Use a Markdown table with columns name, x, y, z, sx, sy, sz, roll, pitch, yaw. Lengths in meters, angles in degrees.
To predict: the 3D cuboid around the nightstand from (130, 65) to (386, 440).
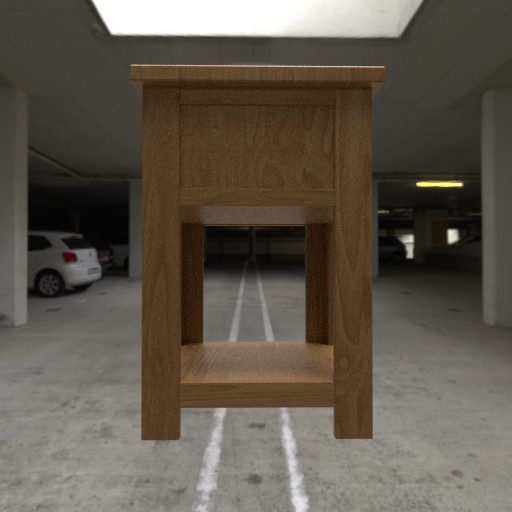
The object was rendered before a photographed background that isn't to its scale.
| name | x | y | z | sx | sy | sz | roll | pitch | yaw |
| --- | --- | --- | --- | --- | --- | --- | --- | --- | --- |
| nightstand | 0.000 | 0.000 | 0.930 | 0.418 | 0.614 | 0.428 | 0 | -1 | -1 |
